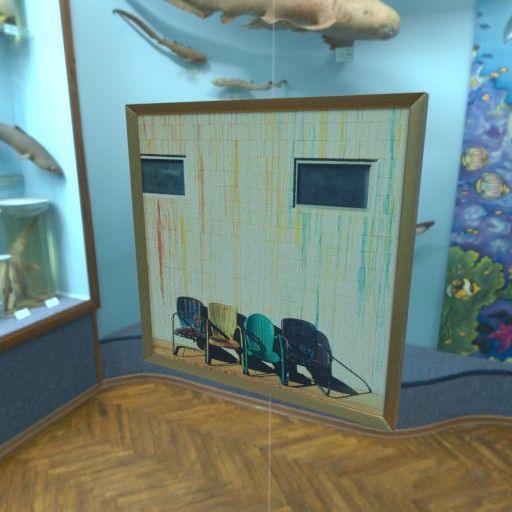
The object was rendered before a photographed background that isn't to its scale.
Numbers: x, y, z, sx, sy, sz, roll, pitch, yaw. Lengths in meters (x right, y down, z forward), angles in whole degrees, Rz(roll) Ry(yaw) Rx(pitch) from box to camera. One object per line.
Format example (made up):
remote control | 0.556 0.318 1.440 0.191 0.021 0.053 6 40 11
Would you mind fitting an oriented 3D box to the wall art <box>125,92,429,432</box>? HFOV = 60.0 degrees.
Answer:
wall art | 0.000 0.000 0.758 0.505 0.505 0.037 8 17 26
